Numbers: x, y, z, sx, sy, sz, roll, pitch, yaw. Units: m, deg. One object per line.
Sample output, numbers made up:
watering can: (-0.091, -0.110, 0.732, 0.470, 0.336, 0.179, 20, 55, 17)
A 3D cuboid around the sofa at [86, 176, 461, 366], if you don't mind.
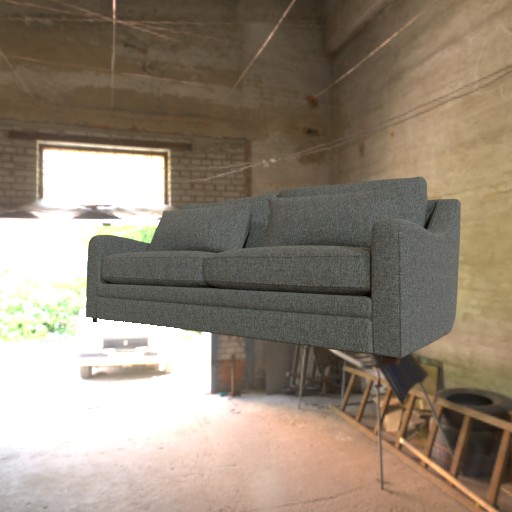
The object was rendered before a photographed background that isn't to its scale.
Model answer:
sofa: (0.000, 0.000, 3.042, 2.418, 0.998, 1.103, 0, -1, 36)
